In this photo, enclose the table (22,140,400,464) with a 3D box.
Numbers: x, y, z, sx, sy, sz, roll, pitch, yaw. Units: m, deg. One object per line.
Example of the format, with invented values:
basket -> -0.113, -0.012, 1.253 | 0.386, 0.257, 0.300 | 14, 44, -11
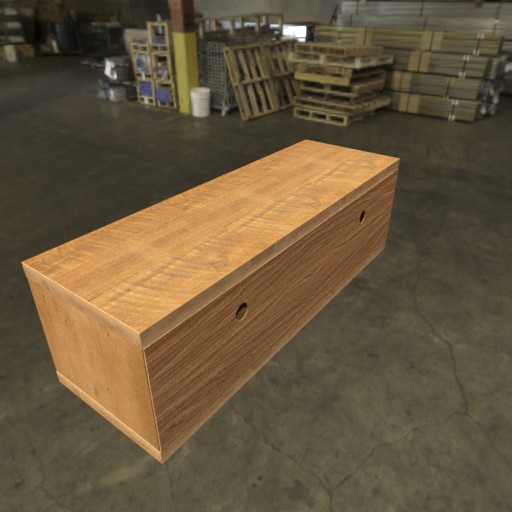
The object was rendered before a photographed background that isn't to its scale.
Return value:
table -> 0.000, 0.000, 1.740 | 0.499, 0.491, 1.499 | 21, 37, 31
